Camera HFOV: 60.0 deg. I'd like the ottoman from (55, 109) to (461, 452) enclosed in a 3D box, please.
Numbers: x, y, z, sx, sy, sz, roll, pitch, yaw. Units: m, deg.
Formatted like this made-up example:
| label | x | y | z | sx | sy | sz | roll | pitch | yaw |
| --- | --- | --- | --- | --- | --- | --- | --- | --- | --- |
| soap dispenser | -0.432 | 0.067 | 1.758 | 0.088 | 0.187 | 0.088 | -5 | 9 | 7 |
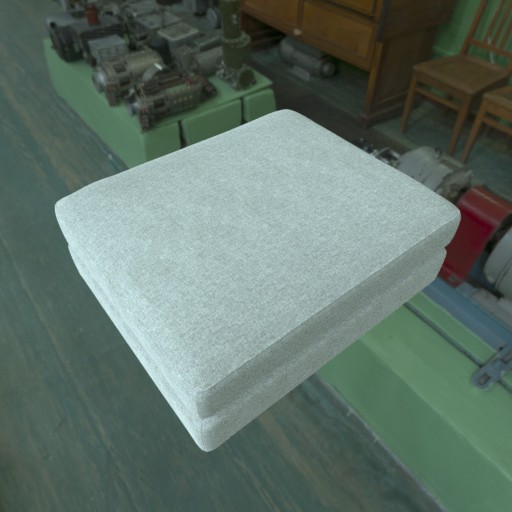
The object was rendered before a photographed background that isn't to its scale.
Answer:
| label | x | y | z | sx | sy | sz | roll | pitch | yaw |
| --- | --- | --- | --- | --- | --- | --- | --- | --- | --- |
| ottoman | 0.000 | 0.000 | 1.252 | 0.821 | 0.474 | 0.693 | -30 | 53 | -25 |
